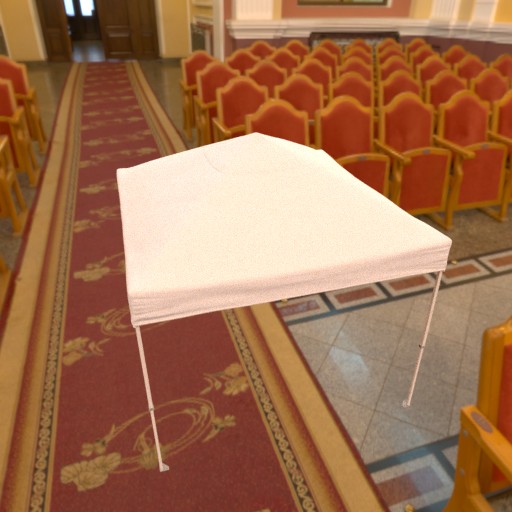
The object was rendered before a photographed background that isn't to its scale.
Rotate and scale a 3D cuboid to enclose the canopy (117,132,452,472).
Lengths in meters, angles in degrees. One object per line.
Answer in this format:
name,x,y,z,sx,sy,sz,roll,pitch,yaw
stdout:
canopy,0.000,0.000,5.403,2.998,2.997,2.996,-9,31,-14
